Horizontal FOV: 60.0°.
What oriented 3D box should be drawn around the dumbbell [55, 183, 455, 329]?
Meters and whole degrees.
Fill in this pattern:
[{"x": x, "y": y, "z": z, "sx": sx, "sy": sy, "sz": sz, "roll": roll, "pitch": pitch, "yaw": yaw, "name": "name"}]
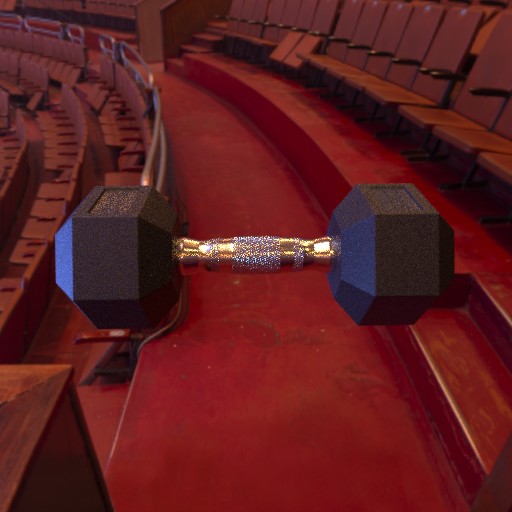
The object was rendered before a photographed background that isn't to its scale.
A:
[{"x": 0.000, "y": 0.000, "z": 0.330, "sx": 0.272, "sy": 0.092, "sz": 0.106, "roll": -1, "pitch": 31, "yaw": -1, "name": "dumbbell"}]
